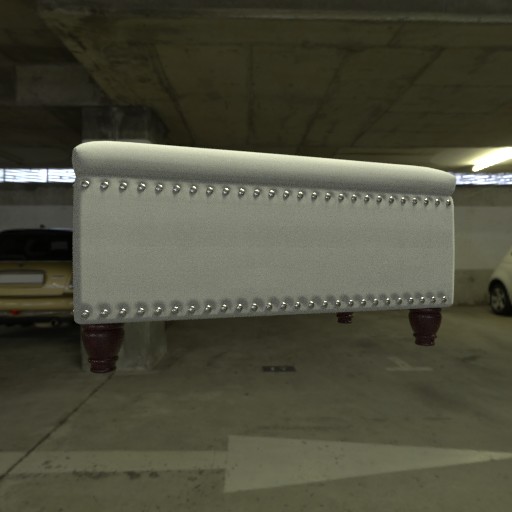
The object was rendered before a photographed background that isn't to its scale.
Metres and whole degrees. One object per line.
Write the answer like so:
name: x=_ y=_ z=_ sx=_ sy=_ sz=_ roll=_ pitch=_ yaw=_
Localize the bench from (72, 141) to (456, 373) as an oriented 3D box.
bench: x=0.000 y=0.000 z=1.183 sx=0.887 sy=0.449 sz=0.500 roll=0 pitch=0 yaw=-19
